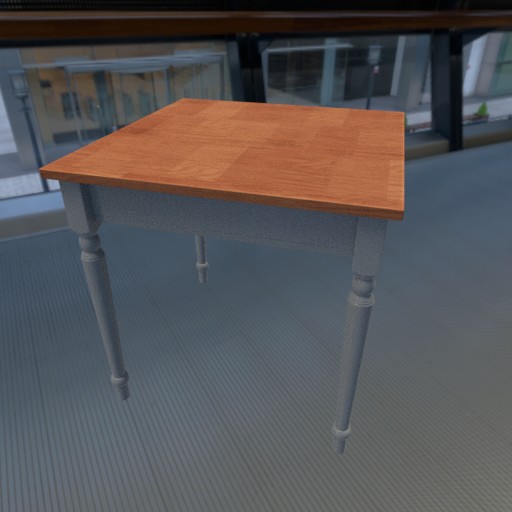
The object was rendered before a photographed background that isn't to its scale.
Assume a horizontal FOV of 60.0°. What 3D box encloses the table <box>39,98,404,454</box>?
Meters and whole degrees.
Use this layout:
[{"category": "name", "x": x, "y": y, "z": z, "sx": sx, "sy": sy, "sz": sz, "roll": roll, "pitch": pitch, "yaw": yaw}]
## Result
[{"category": "table", "x": 0.000, "y": 0.000, "z": 1.350, "sx": 0.747, "sy": 0.738, "sz": 0.747, "roll": 8, "pitch": 32, "yaw": 14}]
